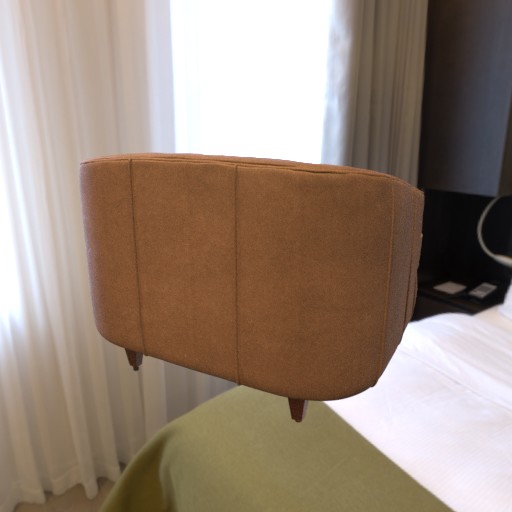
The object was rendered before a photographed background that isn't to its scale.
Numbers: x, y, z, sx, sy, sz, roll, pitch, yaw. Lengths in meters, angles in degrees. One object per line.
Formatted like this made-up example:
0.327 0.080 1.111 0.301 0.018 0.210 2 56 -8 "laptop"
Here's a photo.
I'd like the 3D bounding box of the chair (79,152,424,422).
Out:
0.000 0.000 1.679 1.118 0.787 0.914 8 17 27 "chair"
